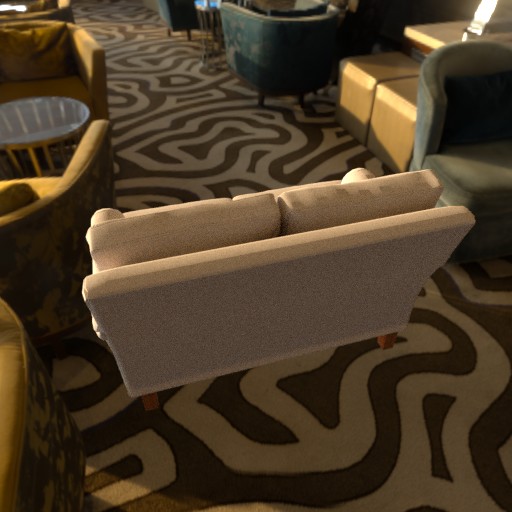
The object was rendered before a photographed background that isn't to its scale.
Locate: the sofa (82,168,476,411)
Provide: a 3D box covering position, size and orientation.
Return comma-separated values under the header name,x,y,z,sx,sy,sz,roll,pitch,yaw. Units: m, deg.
name,x,y,z,sx,sy,sz,roll,pitch,yaw
sofa,0.000,0.000,2.200,1.508,1.048,1.087,-11,42,-12
